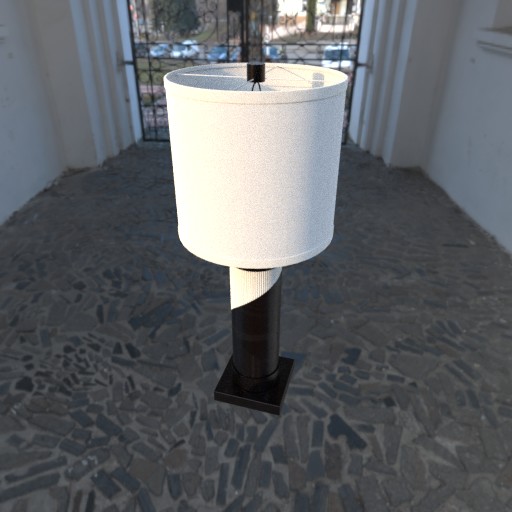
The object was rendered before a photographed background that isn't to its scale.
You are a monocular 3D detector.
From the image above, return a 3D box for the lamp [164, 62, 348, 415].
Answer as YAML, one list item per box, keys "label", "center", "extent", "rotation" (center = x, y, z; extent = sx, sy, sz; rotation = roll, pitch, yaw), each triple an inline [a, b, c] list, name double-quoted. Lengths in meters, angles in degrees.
- label: "lamp"
  center: [0.000, 0.000, 0.635]
  extent: [0.211, 0.509, 0.211]
  rotation: [9, 32, 14]
